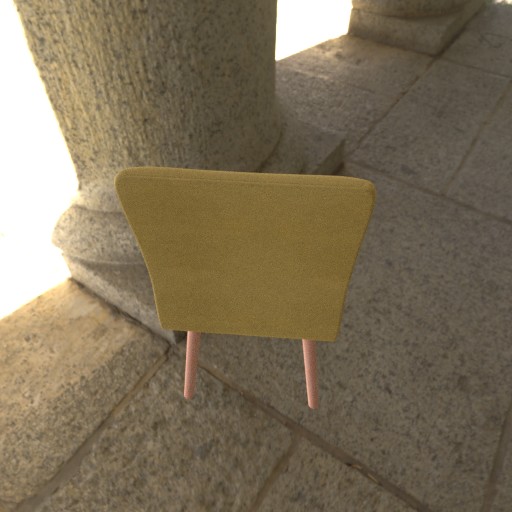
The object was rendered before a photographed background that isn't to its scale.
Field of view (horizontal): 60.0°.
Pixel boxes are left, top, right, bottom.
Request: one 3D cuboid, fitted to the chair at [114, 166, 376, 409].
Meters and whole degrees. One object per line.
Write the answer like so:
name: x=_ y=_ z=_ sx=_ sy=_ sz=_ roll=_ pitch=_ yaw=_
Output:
chair: x=0.000 y=0.000 z=1.264 sx=0.450 sy=0.965 sz=0.550 roll=3 pitch=48 yaw=3
